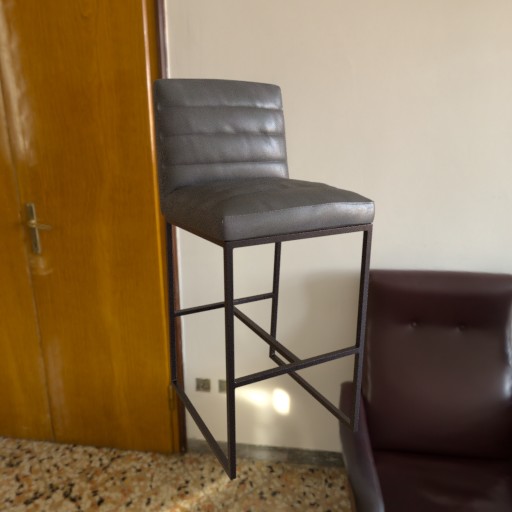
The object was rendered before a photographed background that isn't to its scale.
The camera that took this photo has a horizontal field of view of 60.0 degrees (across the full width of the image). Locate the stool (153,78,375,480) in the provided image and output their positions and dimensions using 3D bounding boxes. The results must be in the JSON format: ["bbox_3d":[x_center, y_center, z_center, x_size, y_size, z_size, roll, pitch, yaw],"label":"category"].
[{"bbox_3d":[0.000,0.000,1.374,0.463,1.065,0.562,-8,18,-26],"label":"stool"}]
